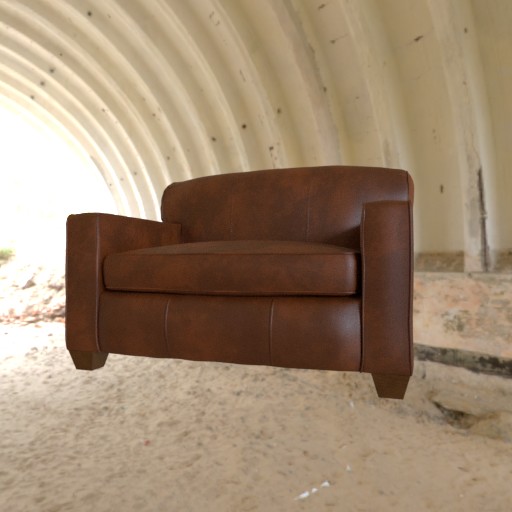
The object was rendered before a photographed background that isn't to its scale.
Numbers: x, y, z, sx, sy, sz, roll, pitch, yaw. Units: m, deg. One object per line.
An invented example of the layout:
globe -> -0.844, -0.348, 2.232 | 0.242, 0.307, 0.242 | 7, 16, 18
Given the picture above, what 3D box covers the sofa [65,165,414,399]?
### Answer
sofa -> 0.000, 0.000, 2.064 | 1.413, 0.956, 1.000 | 0, -1, 18
